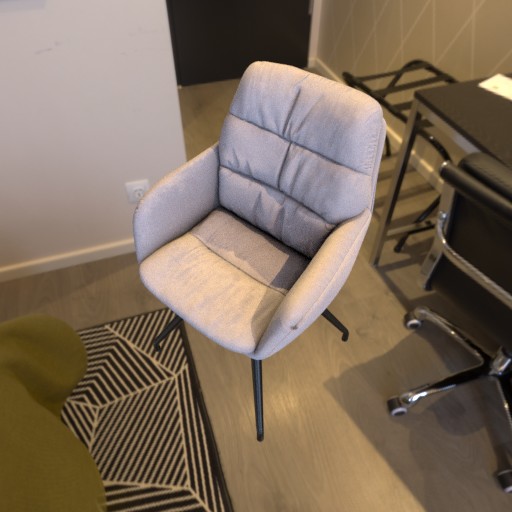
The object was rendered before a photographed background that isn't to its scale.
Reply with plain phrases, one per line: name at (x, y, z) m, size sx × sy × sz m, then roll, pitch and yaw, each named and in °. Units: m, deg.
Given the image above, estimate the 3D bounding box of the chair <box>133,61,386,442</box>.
chair at (0.000, 0.000, 1.273) m, size 0.579 × 0.888 × 0.569 m, roll 32°, pitch 55°, yaw 27°
